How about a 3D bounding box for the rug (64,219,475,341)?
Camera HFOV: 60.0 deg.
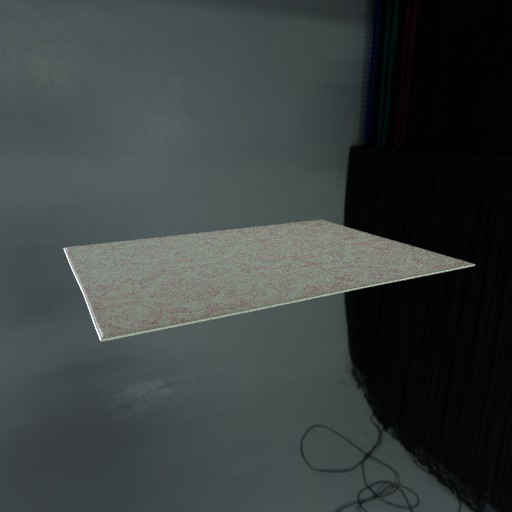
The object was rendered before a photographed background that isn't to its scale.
[{"bbox_3d":[0.000,0.000,2.907,2.202,0.014,1.598,-8,18,-26],"label":"rug"}]
